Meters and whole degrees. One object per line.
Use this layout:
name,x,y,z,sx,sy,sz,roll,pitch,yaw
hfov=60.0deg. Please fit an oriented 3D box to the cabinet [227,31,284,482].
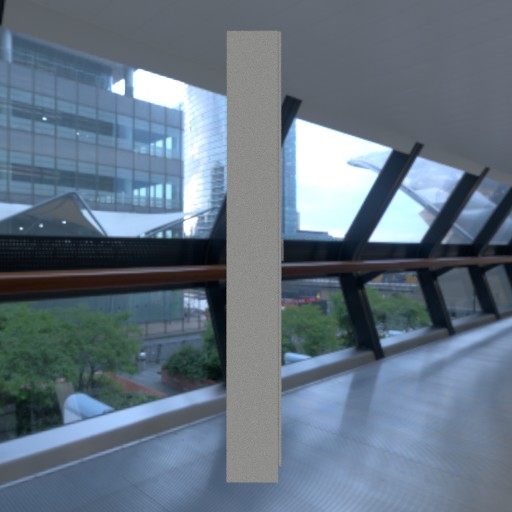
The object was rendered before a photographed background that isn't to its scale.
cabinet,0.000,0.000,2.007,0.230,1.790,0.500,0,-1,0
